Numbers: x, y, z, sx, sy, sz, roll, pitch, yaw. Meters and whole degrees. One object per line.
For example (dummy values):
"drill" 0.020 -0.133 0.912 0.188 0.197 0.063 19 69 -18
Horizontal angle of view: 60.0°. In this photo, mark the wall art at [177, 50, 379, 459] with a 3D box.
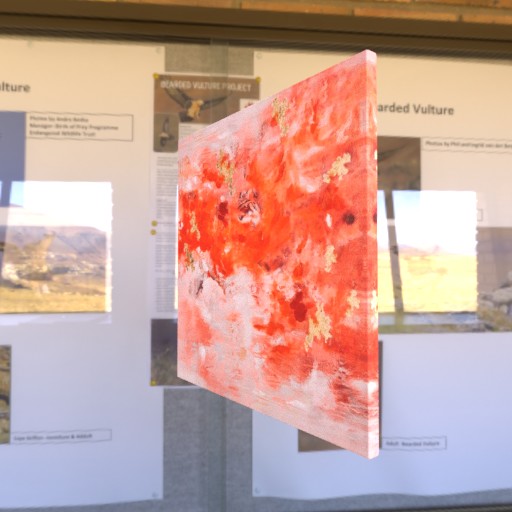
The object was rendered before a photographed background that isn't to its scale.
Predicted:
"wall art" 0.000 0.000 1.314 0.066 0.878 0.878 1 -2 -37
